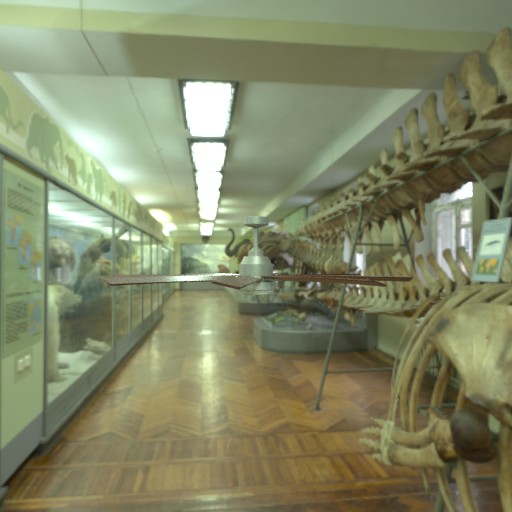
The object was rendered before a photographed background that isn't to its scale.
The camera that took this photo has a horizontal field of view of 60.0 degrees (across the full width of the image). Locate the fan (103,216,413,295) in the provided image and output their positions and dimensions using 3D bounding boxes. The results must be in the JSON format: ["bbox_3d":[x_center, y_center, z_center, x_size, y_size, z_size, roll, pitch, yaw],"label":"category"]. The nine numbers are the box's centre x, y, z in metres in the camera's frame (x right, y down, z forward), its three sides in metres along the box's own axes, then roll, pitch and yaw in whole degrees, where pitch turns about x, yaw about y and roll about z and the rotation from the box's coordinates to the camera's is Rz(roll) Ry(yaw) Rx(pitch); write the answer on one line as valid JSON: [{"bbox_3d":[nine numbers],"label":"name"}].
[{"bbox_3d":[0.000,0.000,2.718,1.830,0.472,1.830,1,-1,-37],"label":"fan"}]
